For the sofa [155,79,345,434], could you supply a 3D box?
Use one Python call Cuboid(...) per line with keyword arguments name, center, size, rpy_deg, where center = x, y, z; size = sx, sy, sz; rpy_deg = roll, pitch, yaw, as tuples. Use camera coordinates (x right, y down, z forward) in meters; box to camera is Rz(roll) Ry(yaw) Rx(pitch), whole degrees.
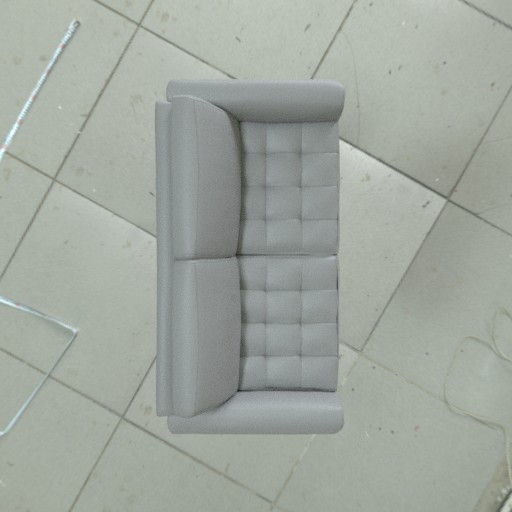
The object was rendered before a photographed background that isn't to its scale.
Cuboid(name="sofa", center=(0.000, 0.000, 2.806), size=(1.121, 0.930, 2.177), rpy_deg=(0, 91, 1))
